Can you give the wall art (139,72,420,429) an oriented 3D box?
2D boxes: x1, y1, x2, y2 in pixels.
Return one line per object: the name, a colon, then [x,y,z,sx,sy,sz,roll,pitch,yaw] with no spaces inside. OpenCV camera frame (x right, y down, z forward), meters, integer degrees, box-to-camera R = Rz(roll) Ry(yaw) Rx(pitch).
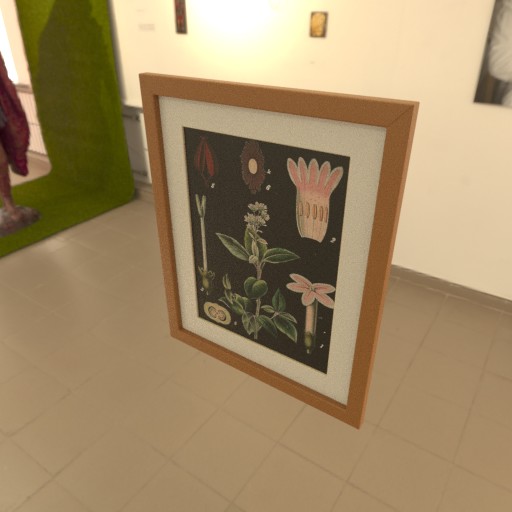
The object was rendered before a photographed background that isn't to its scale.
wall art: [0.000,0.000,0.521,0.310,0.379,0.015,19,35,29]
